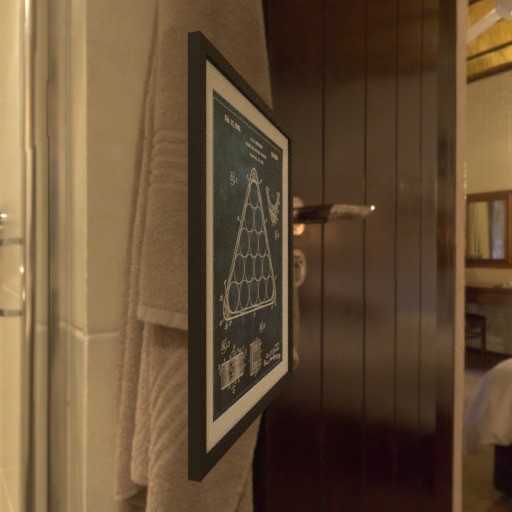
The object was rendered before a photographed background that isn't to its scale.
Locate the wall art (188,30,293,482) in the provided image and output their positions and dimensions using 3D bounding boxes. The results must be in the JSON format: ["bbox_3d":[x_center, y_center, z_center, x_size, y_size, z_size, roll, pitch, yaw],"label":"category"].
[{"bbox_3d":[0.000,0.000,1.209,0.028,0.863,0.755,0,0,18],"label":"wall art"}]
